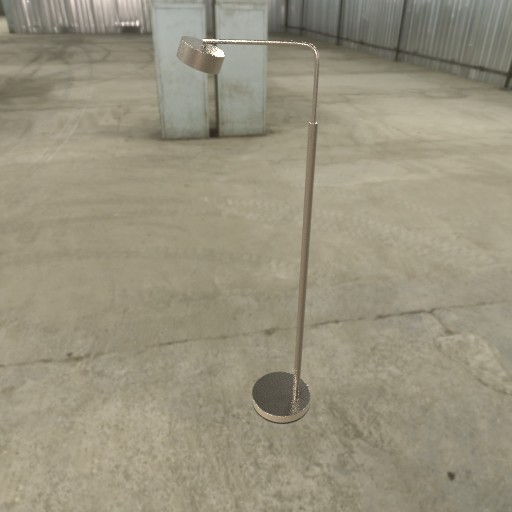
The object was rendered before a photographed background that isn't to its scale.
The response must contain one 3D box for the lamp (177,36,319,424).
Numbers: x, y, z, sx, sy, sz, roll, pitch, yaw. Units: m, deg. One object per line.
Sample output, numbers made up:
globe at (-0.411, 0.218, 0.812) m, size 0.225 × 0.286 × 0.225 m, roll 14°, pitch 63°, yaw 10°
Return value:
lamp at (0.000, 0.000, 1.411) m, size 0.421 × 1.250 × 0.222 m, roll 8°, pitch 31°, yaw 13°
